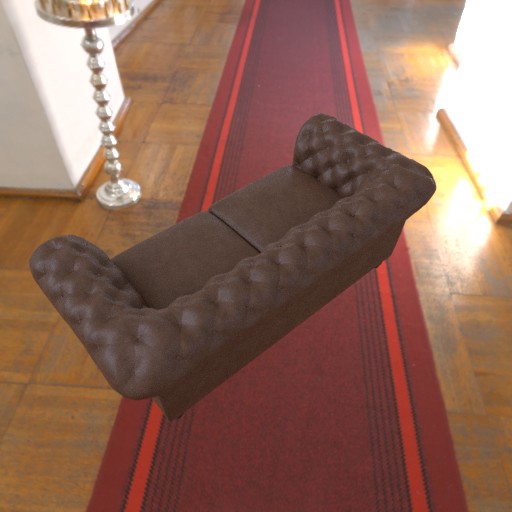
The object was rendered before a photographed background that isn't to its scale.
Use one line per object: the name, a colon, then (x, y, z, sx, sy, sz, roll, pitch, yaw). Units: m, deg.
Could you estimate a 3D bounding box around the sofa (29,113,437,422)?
sofa: (0.000, 0.000, 2.486, 2.048, 0.784, 0.955, -32, 54, -27)
